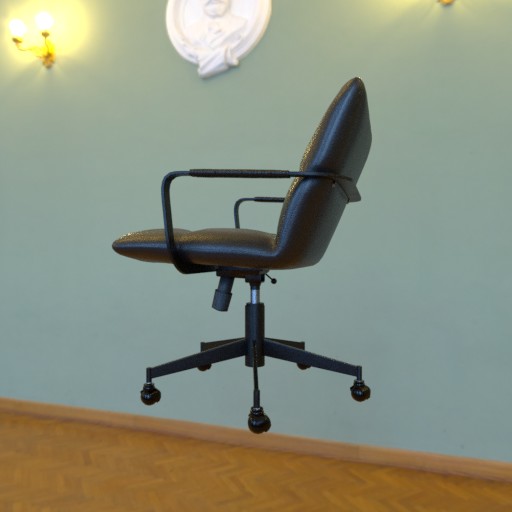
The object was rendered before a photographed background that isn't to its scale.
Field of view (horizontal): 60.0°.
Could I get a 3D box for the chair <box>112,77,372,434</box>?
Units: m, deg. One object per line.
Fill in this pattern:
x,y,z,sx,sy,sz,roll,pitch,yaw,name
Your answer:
0.000,0.000,1.490,0.748,0.922,0.719,0,0,16,chair
